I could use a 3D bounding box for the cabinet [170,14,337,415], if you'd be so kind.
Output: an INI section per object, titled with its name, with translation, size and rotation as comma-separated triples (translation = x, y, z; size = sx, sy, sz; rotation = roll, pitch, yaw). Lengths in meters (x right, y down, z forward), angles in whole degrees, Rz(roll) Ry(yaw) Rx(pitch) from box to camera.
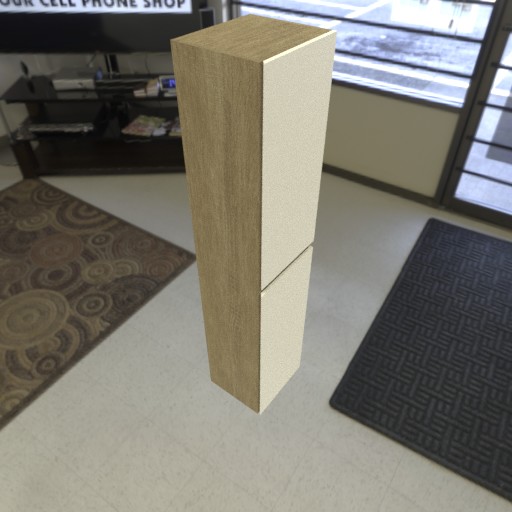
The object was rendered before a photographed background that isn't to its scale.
[cabinet]
translation = 0.000, 0.000, 1.516
size = 0.270, 1.400, 0.300
rotation = 27, 48, 27
